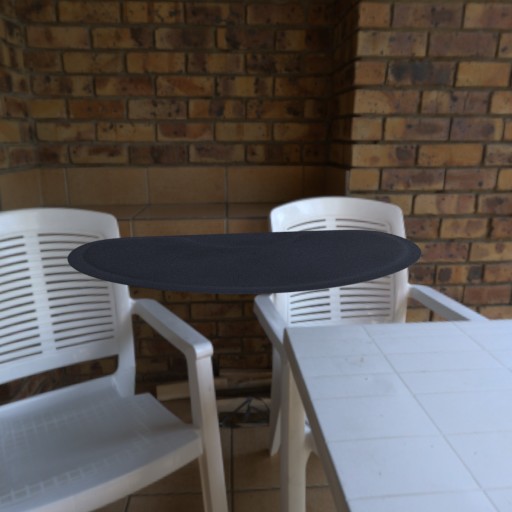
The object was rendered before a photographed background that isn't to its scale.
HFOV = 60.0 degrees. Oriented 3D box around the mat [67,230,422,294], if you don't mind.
[{"bbox_3d":[0.000,0.000,1.815,1.524,0.013,0.913,-2,15,-9],"label":"mat"}]
